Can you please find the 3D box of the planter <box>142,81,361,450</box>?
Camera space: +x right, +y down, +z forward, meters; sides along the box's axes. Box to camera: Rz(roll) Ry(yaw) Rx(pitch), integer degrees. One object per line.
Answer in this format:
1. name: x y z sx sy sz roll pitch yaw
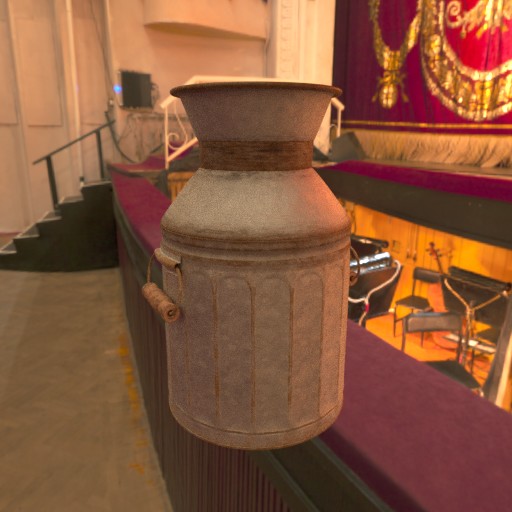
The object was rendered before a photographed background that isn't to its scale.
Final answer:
1. planter: 0.000 0.000 0.510 0.248 0.358 0.215 -8 18 -27
